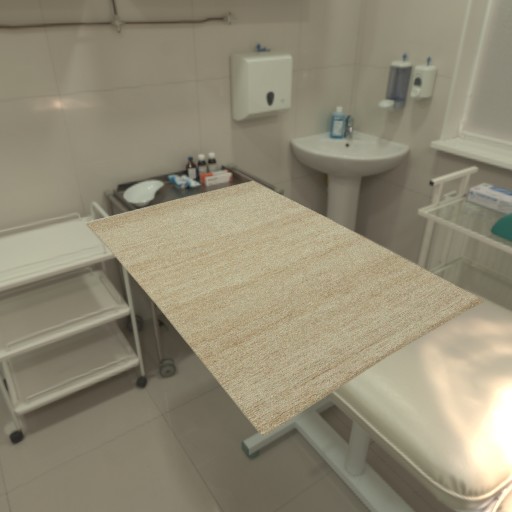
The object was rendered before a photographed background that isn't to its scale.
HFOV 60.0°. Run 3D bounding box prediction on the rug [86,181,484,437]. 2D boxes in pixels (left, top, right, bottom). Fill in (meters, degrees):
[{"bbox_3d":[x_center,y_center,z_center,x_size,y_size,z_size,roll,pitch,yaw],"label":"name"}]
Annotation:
[{"bbox_3d":[0.000,0.000,2.969,1.574,0.029,2.346,-19,35,-30],"label":"rug"}]
